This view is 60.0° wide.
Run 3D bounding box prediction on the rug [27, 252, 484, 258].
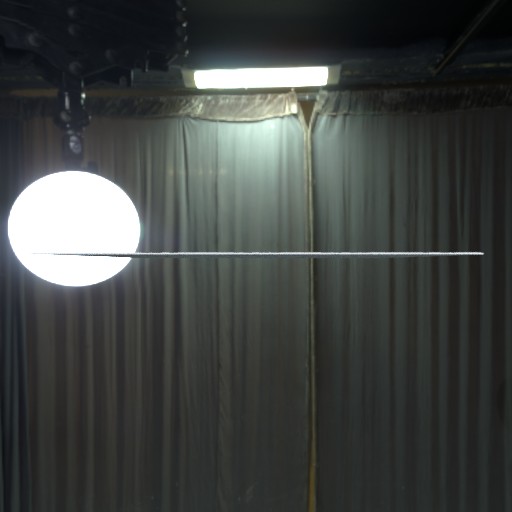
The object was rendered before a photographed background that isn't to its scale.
[{"bbox_3d":[0.000,0.000,4.145,3.040,0.014,2.423,0,-1,0],"label":"rug"}]
